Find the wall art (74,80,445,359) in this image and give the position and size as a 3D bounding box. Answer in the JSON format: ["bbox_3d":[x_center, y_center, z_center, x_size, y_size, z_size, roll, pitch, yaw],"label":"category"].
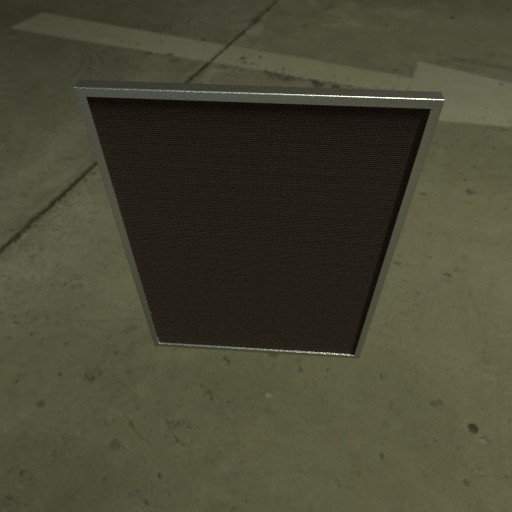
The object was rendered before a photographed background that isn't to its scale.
[{"bbox_3d":[0.000,0.000,1.352,0.801,1.062,0.037,3,47,3],"label":"wall art"}]
